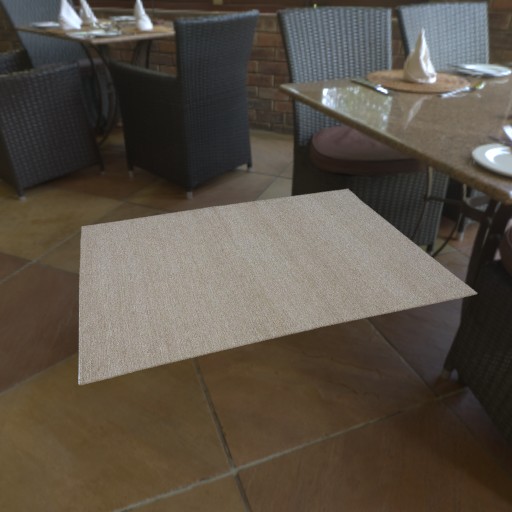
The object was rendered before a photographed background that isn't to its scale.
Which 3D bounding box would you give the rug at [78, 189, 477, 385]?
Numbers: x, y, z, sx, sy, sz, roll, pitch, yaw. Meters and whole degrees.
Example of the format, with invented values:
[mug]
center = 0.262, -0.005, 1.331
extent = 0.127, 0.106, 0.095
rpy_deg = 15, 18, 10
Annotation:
[rug]
center = 0.000, 0.000, 3.790
extent = 2.869, 0.038, 2.032
rpy_deg = -10, 34, -15
